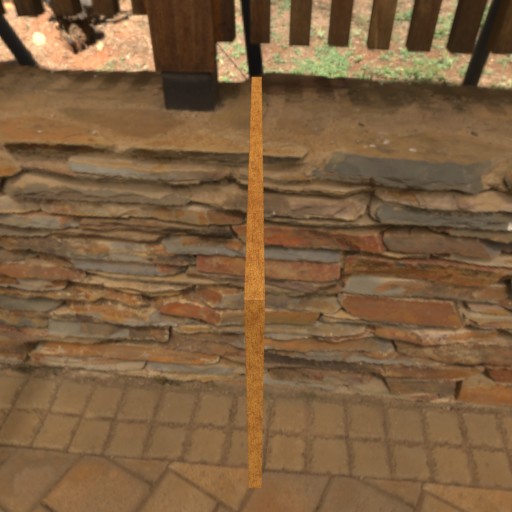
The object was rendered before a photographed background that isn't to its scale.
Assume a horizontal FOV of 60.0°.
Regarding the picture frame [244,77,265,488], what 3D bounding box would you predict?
[{"bbox_3d":[0.000,0.000,1.172,0.029,0.621,0.922,0,40,0],"label":"picture frame"}]
